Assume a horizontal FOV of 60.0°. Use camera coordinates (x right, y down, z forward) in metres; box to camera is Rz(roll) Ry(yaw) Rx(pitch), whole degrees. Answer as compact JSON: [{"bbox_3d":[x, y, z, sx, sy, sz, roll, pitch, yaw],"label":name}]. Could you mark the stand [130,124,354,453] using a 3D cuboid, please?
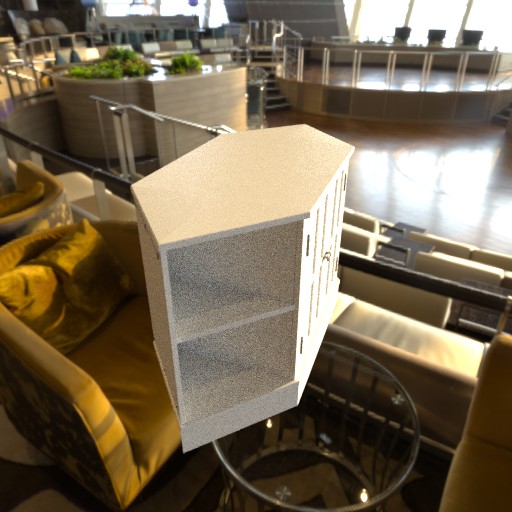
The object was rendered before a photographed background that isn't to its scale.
[{"bbox_3d":[0.000,0.000,1.435,0.477,0.614,1.072,10,31,18],"label":"stand"}]
